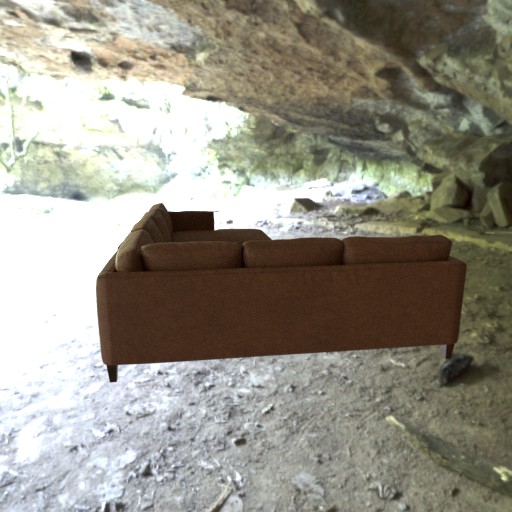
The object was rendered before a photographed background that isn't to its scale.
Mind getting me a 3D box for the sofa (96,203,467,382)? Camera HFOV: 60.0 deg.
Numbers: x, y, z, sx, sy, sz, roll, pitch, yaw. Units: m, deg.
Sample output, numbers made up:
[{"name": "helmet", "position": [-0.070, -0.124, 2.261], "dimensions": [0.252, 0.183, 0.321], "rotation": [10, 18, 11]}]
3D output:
[{"name": "sofa", "position": [0.000, 0.000, 4.674], "dimensions": [2.593, 0.923, 3.460], "rotation": [-2, 13, -8]}]
